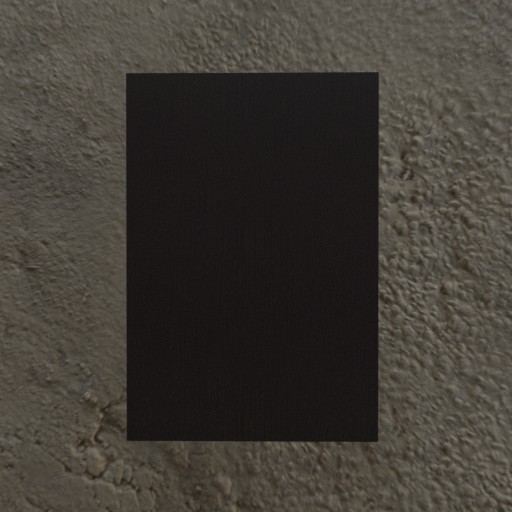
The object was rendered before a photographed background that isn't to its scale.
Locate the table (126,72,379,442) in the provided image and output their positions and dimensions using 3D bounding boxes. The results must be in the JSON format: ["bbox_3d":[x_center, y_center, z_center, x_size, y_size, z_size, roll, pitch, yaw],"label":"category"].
[{"bbox_3d":[0.000,0.000,1.063,0.408,0.711,0.589,0,90,1],"label":"table"}]
